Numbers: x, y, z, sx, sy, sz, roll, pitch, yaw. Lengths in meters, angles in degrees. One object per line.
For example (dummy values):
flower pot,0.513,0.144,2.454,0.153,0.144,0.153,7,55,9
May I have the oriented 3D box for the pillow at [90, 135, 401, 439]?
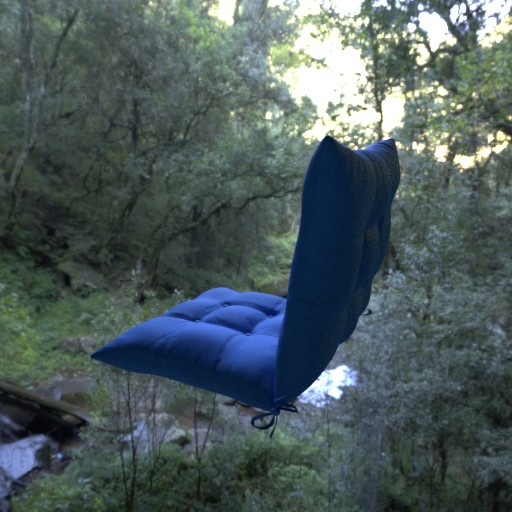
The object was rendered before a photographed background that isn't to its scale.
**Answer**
pillow,0.000,0.000,1.030,0.585,0.536,0.541,8,17,27
